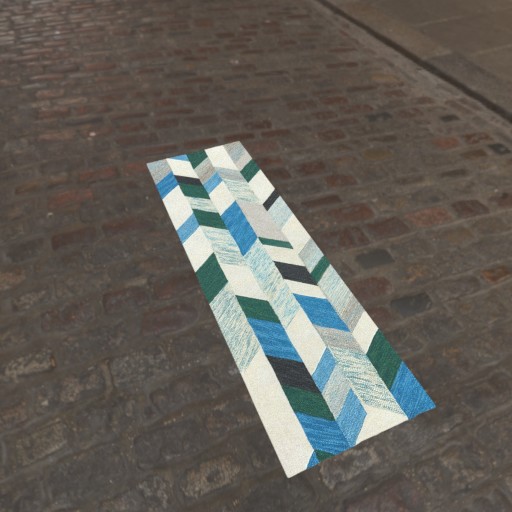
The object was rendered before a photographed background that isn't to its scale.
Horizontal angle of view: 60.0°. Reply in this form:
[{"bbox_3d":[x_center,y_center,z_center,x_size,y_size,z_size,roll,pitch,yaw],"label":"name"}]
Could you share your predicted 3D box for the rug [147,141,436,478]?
[{"bbox_3d":[0.000,0.000,2.716,0.774,0.008,2.437,-18,49,-16],"label":"rug"}]
